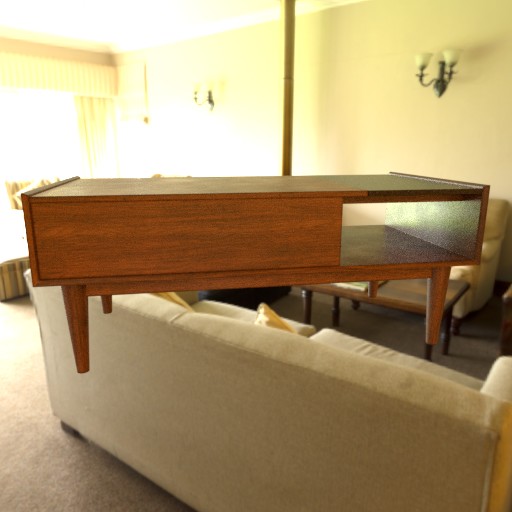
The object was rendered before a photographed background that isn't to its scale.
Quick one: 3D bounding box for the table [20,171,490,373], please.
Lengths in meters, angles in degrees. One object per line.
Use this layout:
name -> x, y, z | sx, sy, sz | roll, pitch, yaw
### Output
table -> 0.000, 0.000, 1.489 | 1.221, 0.508, 0.610 | -2, 15, -9
